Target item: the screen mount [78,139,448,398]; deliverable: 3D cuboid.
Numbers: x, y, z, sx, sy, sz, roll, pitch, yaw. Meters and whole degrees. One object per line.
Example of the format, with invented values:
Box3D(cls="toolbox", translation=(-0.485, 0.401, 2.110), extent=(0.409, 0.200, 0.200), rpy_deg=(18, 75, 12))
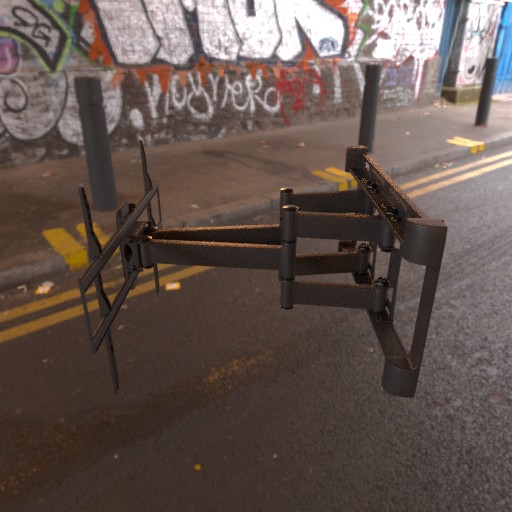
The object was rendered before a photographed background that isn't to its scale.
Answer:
Box3D(cls="screen mount", translation=(0.000, 0.000, 1.109), extent=(0.644, 0.491, 0.661), rpy_deg=(0, 25, 0))
